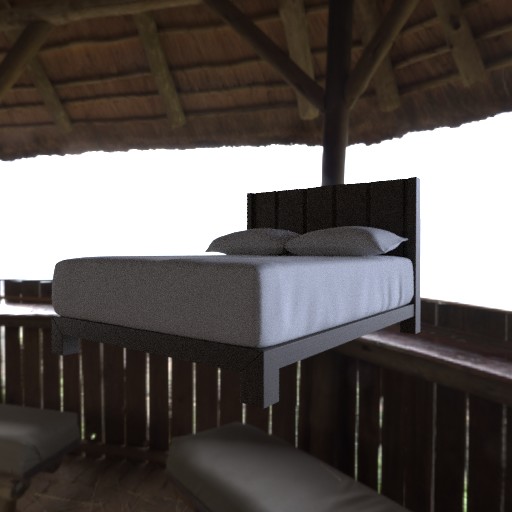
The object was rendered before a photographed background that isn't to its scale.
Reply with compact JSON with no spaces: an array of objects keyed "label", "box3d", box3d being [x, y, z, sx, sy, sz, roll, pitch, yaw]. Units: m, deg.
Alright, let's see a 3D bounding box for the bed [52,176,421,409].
[{"label":"bed","box3d":[0.000,0.000,3.281,1.727,1.270,2.242,1,1,37]}]
